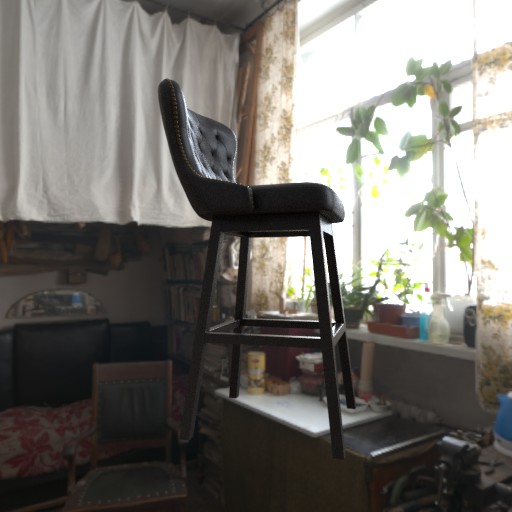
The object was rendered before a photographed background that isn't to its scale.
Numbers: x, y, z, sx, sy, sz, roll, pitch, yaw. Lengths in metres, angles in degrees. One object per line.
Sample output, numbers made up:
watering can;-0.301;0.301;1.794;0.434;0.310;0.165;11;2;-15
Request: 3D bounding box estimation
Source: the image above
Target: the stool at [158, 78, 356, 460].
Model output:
stool;0.000;0.000;1.435;0.601;1.050;0.528;0;-1;17
